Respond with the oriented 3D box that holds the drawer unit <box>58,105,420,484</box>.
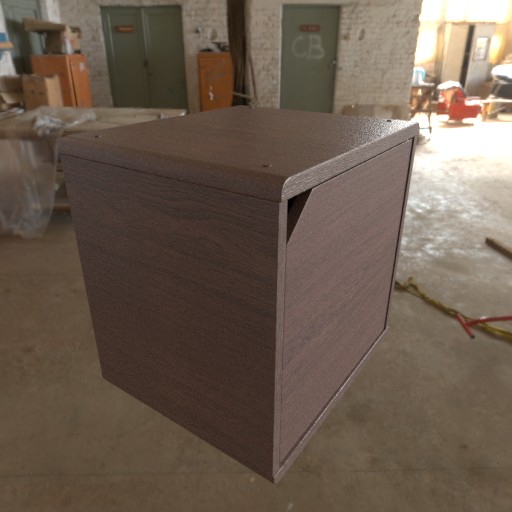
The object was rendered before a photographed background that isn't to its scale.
[{"bbox_3d":[0.000,0.000,0.607,0.290,0.344,0.344,17,31,31],"label":"drawer unit"}]
